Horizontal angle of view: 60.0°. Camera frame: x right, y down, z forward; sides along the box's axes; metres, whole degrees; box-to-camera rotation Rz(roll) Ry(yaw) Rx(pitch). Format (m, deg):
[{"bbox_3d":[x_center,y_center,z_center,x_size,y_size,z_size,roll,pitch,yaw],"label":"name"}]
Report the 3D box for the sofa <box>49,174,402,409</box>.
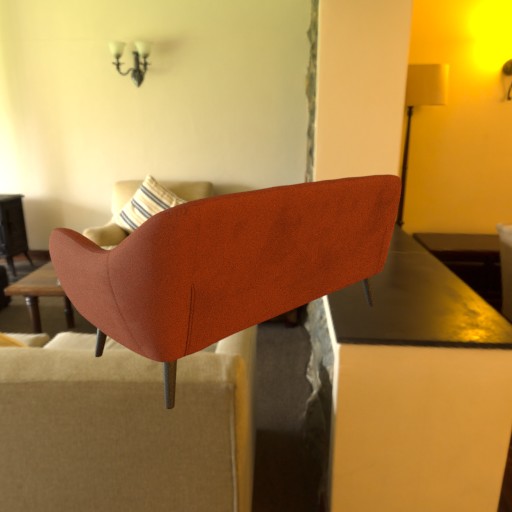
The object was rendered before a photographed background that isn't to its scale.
[{"bbox_3d":[0.000,0.000,2.335,1.840,0.836,0.820,-15,22,-43],"label":"sofa"}]
